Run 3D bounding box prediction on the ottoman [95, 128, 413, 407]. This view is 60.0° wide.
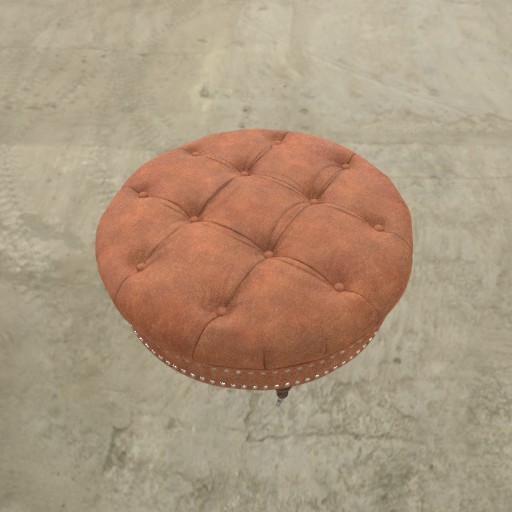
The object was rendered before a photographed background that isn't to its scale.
[{"bbox_3d":[0.000,0.000,1.376,0.901,0.444,0.901,0,47,0],"label":"ottoman"}]
